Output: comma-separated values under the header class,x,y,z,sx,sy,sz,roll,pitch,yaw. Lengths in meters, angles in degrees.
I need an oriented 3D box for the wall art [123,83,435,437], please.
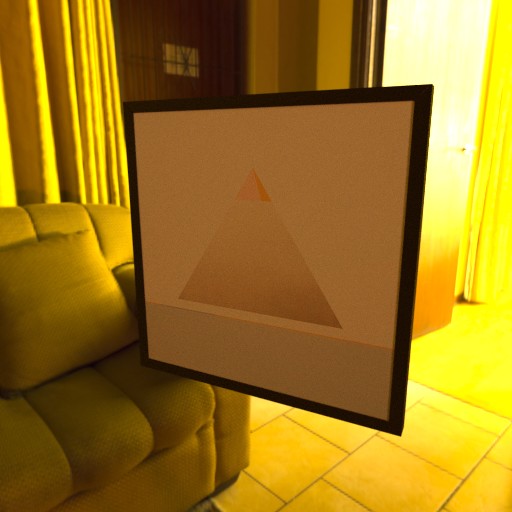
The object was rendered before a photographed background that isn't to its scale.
class,x,y,z,sx,sy,sz,roll,pitch,yaw
wall art,0.000,0.000,0.744,0.513,0.511,0.028,7,15,26
